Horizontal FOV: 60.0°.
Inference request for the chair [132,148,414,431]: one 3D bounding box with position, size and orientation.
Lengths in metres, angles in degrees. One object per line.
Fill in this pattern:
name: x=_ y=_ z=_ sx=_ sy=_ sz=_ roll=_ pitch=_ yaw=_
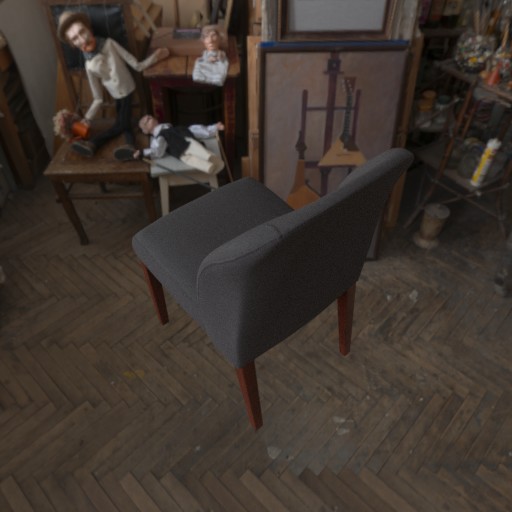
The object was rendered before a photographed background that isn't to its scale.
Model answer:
chair: x=0.000 y=0.000 z=1.268 sx=0.506 sy=0.879 sz=0.619 roll=-32 pitch=54 yaw=-26
